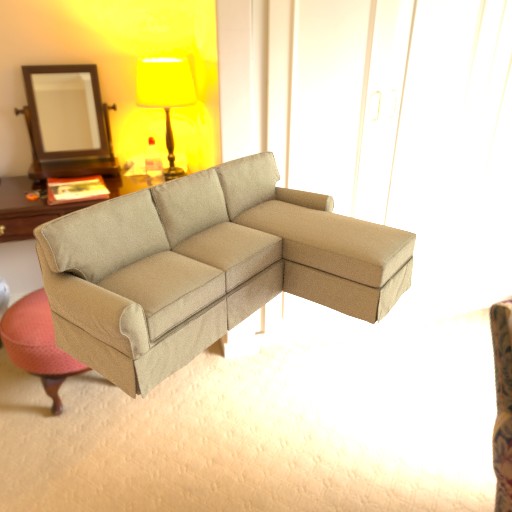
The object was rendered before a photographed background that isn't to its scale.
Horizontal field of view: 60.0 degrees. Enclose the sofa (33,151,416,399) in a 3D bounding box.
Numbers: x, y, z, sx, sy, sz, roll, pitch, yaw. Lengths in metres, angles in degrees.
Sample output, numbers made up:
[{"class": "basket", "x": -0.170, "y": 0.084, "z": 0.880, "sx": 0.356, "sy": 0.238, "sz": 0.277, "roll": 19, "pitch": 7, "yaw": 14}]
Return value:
[{"class": "sofa", "x": 0.000, "y": 0.000, "z": 3.308, "sx": 1.733, "sy": 0.978, "sz": 2.475, "roll": 18, "pitch": 32, "yaw": 32}]
